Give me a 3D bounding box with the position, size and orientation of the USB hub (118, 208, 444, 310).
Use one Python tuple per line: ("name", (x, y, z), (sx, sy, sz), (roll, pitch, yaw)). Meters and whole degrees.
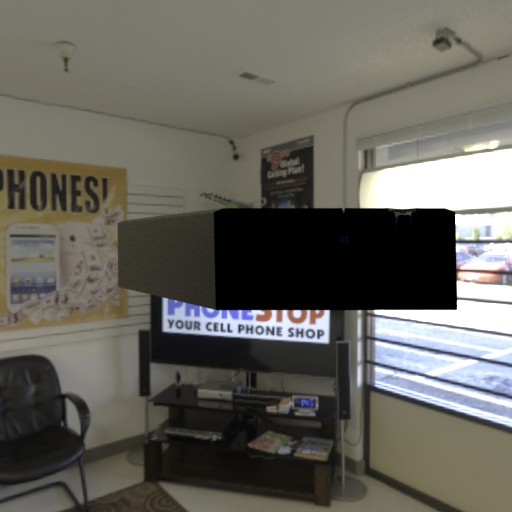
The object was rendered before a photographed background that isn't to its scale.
("USB hub", (0.000, 0.000, 0.125), (0.044, 0.023, 0.110), (-1, 2, -36))
